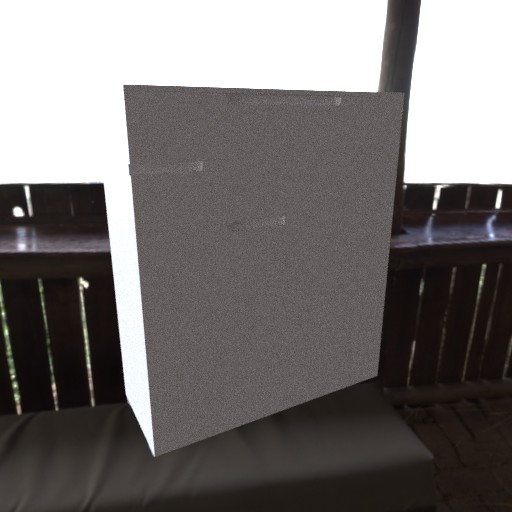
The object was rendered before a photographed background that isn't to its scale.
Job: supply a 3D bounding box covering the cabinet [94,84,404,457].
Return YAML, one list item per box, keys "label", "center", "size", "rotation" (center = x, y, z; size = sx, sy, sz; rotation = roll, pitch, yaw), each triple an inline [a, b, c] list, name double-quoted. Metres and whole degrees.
- label: "cabinet"
  center: [0.000, 0.000, 1.710]
  size: [1.000, 1.190, 0.400]
  rotation: [-10, 20, -28]
